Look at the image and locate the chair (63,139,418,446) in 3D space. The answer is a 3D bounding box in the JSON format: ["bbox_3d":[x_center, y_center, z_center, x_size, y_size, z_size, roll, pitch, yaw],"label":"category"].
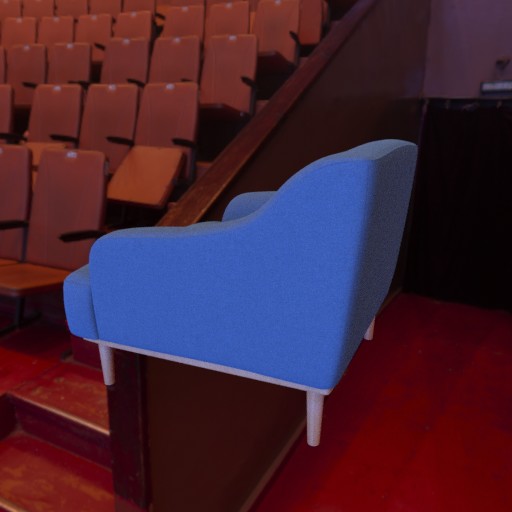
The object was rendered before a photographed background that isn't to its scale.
[{"bbox_3d":[0.000,0.000,1.593,0.951,0.818,0.946,8,18,25],"label":"chair"}]
